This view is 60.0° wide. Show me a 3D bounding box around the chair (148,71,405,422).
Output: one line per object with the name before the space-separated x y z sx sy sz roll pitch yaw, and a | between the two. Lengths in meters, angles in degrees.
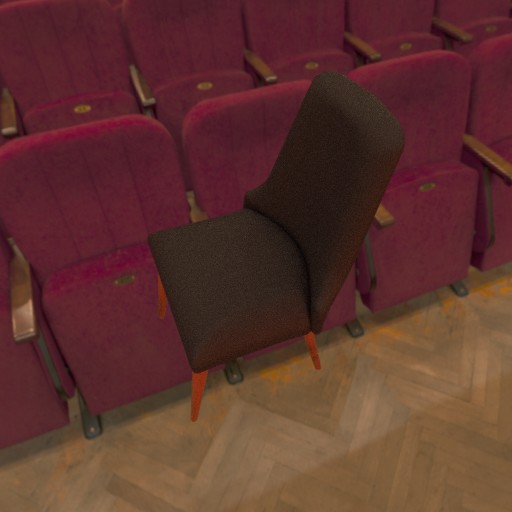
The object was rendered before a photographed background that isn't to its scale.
chair | 0.000 0.000 1.201 0.567 0.820 0.504 -17 49 -15
